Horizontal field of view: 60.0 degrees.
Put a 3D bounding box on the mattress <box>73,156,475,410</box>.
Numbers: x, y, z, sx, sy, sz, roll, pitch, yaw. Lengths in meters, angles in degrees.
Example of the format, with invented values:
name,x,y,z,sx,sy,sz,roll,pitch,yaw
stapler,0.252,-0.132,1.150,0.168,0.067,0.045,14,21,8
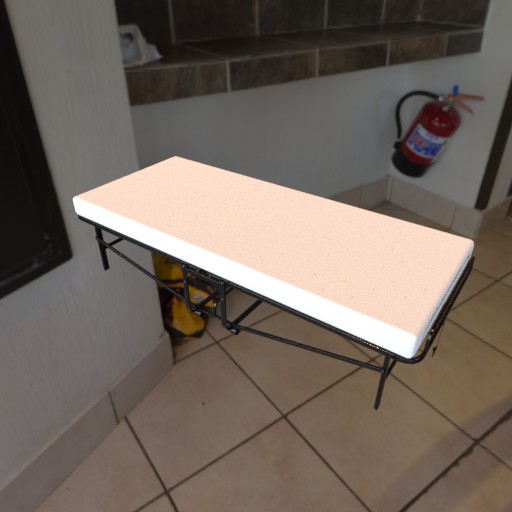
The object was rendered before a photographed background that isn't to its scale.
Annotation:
name,x,y,z,sx,sy,sz,roll,pitch,yaw
mattress,0.000,0.000,2.573,2.153,0.519,0.922,21,38,29
